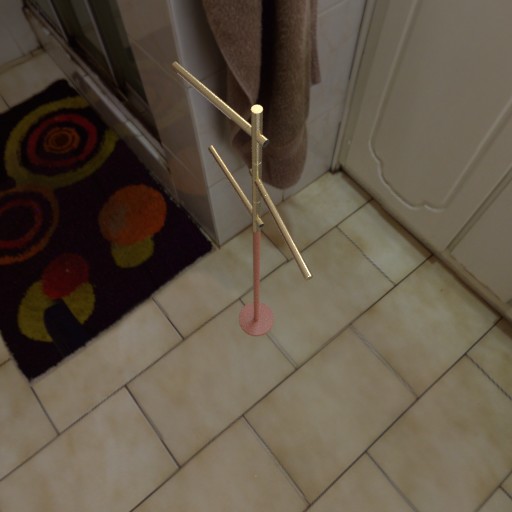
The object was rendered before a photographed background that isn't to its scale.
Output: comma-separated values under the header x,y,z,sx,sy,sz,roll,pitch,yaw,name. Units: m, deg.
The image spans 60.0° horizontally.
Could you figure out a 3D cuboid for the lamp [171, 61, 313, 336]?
x,y,z,sx,sy,sz,roll,pitch,yaw,name
0.000,0.000,1.899,0.209,1.704,0.737,-34,68,-15,lamp
